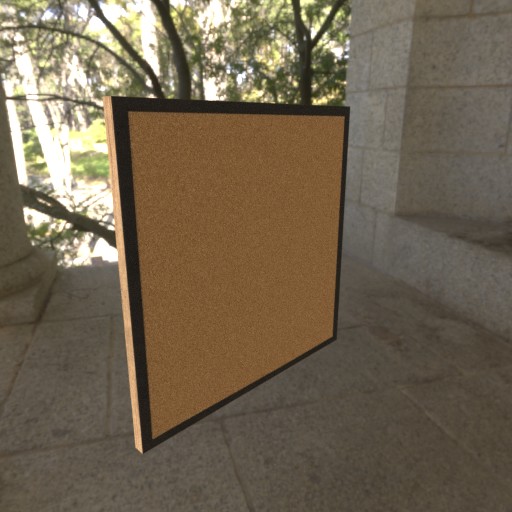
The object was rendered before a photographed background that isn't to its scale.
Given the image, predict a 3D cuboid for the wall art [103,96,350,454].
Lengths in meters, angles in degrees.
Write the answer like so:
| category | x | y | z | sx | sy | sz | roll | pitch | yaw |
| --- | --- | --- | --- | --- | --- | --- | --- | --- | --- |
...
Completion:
| category | x | y | z | sx | sy | sz | roll | pitch | yaw |
| --- | --- | --- | --- | --- | --- | --- | --- | --- | --- |
| wall art | 0.000 | 0.000 | 1.056 | 0.029 | 0.691 | 0.695 | 16 | 23 | 42 |
